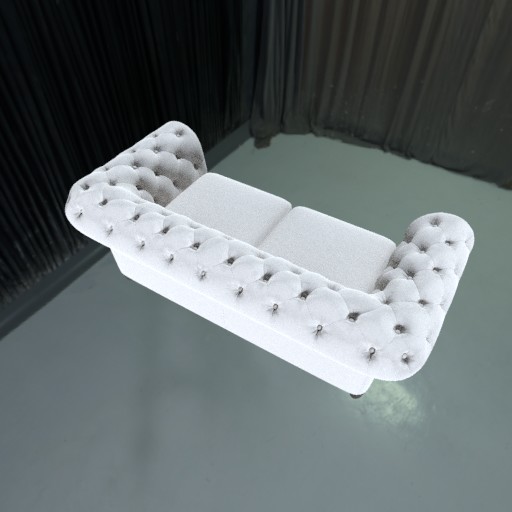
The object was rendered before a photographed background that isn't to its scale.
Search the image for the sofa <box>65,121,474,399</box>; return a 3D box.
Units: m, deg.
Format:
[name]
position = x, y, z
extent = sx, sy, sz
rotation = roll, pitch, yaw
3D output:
[sofa]
position = 0.000, 0.000, 2.470
extent = 1.998, 0.764, 0.986
rotation = 24, 51, 21
